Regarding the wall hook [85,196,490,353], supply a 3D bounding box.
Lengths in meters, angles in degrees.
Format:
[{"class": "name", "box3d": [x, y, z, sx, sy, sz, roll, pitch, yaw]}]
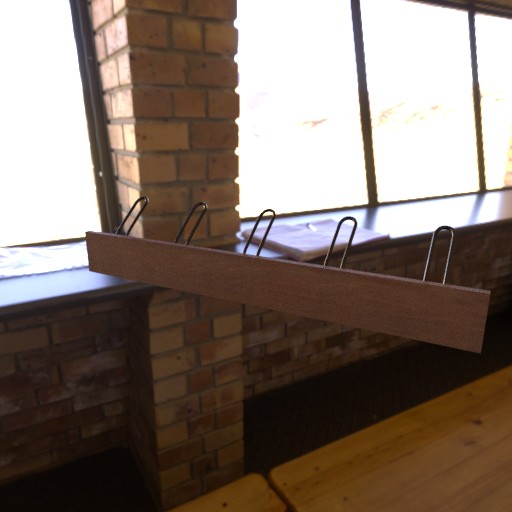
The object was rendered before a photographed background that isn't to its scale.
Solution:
[{"class": "wall hook", "box3d": [0.000, 0.000, 0.589, 0.554, 0.116, 0.076, 9, 19, 27]}]
